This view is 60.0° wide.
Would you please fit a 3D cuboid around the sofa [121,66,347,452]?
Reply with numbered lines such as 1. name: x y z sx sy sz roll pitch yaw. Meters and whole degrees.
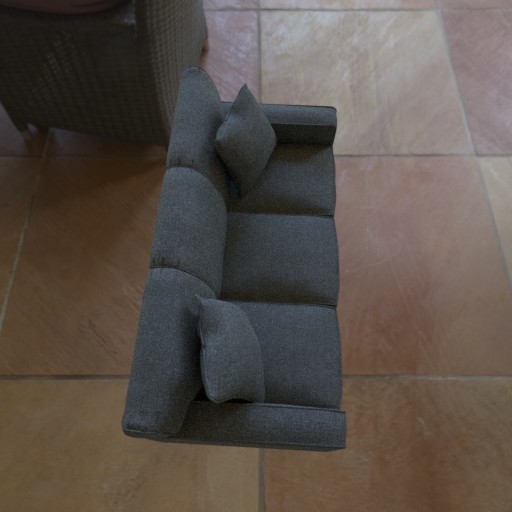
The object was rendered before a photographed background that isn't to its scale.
1. sofa: 0.000 0.000 2.555 0.997 0.958 2.024 3 65 1
